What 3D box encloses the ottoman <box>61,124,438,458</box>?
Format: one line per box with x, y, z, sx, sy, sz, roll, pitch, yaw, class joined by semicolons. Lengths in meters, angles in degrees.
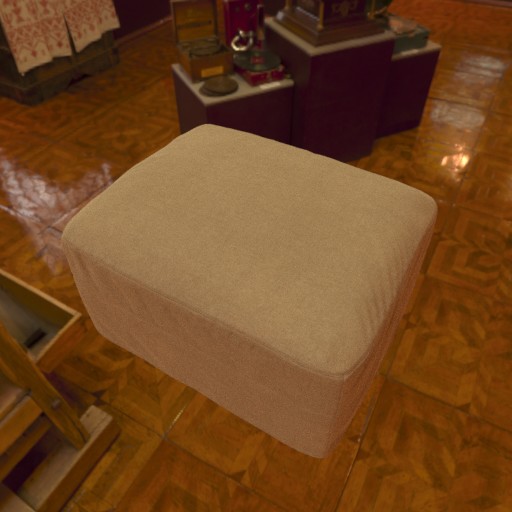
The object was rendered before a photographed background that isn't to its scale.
0.000;0.000;1.259;0.837;0.481;0.683;23;50;21;ottoman
